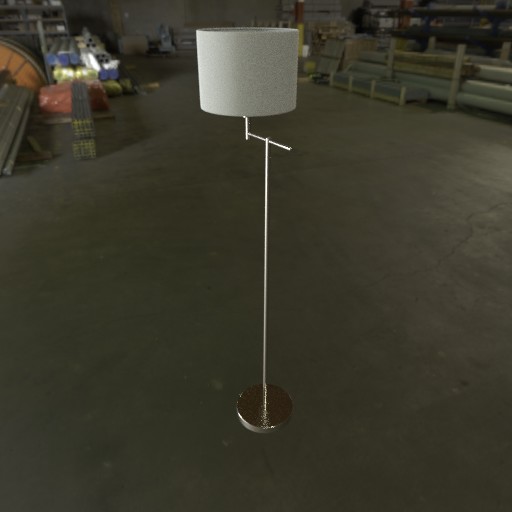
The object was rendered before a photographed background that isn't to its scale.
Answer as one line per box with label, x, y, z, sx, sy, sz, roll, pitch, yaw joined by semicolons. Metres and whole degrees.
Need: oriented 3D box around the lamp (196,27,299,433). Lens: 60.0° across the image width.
lamp;0.000;0.000;1.761;0.324;1.600;0.416;-19;34;-30
